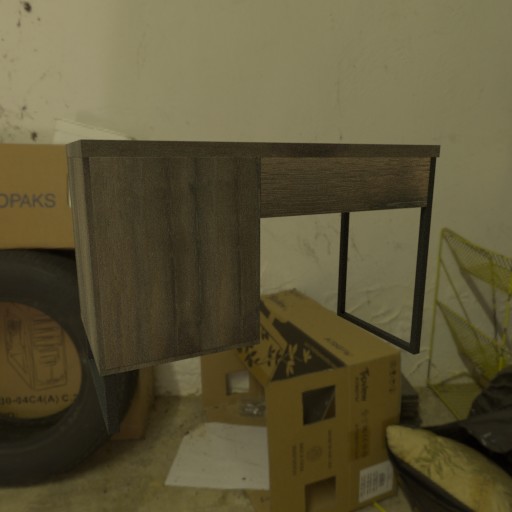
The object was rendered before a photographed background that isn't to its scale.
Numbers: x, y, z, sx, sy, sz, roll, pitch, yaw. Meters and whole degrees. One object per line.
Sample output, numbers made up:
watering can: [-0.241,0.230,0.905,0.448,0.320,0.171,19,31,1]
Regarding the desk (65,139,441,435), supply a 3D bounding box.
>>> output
desk: [0.000,0.000,1.545,1.134,0.752,0.511,-6,14,-26]
